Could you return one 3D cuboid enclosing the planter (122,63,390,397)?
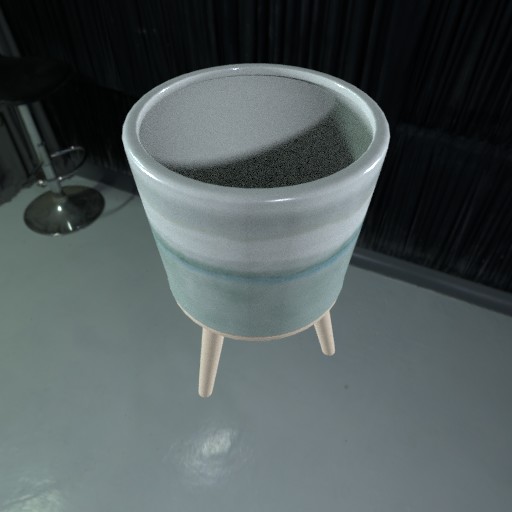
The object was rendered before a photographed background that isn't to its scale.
[{"bbox_3d":[0.000,0.000,0.590,0.265,0.404,0.265,17,48,16],"label":"planter"}]
